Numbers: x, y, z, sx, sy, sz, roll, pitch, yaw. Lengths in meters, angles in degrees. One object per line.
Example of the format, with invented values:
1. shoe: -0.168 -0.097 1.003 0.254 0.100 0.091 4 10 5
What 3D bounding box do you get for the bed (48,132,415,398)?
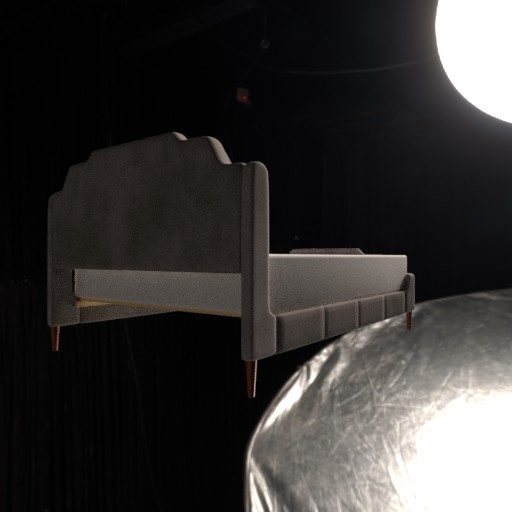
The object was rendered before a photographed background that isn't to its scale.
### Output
1. bed: 0.000 0.000 3.341 1.676 1.245 2.340 0 0 37
